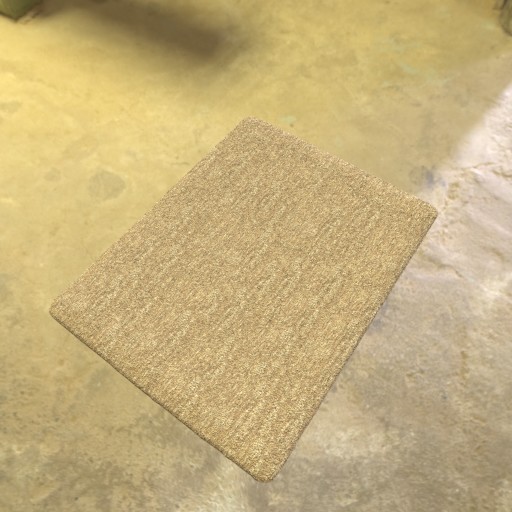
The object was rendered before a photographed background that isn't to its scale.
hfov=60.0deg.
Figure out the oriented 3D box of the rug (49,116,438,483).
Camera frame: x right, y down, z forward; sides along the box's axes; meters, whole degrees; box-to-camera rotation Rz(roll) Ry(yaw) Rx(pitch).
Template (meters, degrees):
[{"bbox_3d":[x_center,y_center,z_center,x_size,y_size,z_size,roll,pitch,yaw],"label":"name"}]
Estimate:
[{"bbox_3d":[0.000,0.000,3.871,2.242,0.050,2.873,32,64,17],"label":"rug"}]
